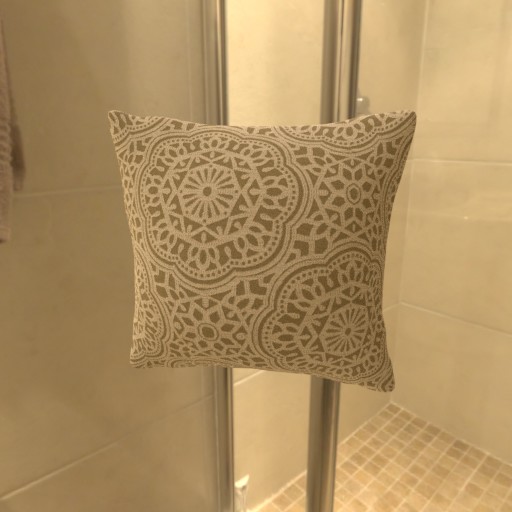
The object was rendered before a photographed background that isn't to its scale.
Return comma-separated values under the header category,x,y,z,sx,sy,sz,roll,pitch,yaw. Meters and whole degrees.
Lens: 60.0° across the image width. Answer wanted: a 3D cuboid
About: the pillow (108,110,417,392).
category,x,y,z,sx,sy,sz,roll,pitch,yaw
pillow,0.000,0.000,0.669,0.438,0.421,0.167,3,16,9
